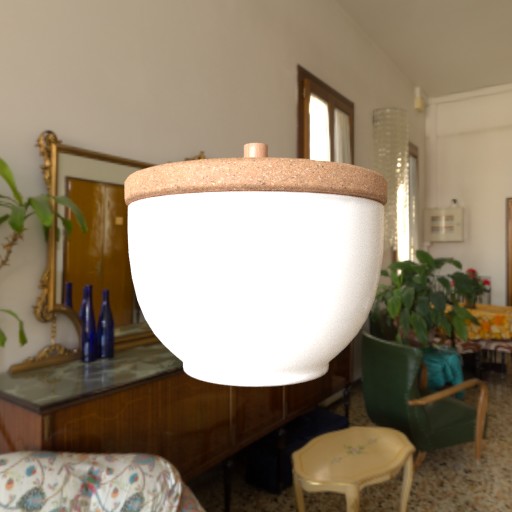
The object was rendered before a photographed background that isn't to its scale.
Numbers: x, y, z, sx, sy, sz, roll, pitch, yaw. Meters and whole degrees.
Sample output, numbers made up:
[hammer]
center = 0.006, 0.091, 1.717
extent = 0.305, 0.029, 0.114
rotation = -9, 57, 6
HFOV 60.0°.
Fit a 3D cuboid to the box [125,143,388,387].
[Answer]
[box]
center = 0.000, 0.000, 0.188
extent = 0.107, 0.094, 0.107
rotation = 0, 0, 0
